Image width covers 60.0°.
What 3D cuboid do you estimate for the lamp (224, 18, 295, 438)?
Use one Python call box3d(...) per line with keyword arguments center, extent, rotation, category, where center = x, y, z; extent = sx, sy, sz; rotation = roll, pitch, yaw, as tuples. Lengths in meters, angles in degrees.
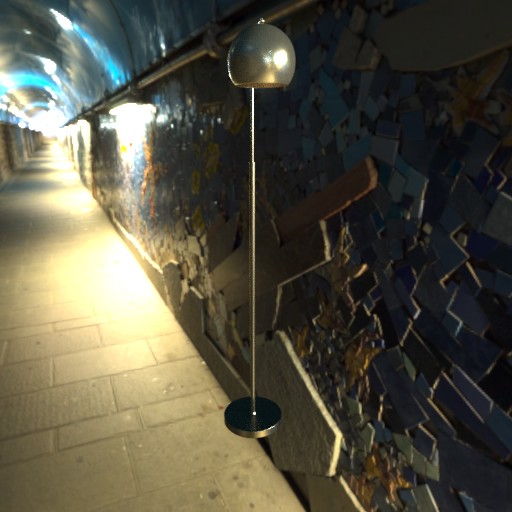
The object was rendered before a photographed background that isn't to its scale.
box3d(center=(0.000, 0.000, 1.627), extent=(0.250, 1.526, 0.431), rotation=(-2, 16, -8), category="lamp")
